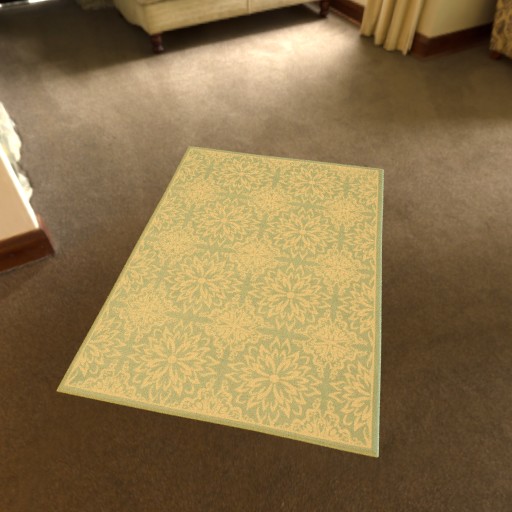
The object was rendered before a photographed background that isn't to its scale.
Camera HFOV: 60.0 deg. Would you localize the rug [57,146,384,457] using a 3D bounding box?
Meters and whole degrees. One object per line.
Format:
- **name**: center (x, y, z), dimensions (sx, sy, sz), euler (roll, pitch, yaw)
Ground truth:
- **rug**: center (0.000, 0.000, 2.844), dimensions (1.589, 0.014, 2.205), euler (9, 48, 8)
